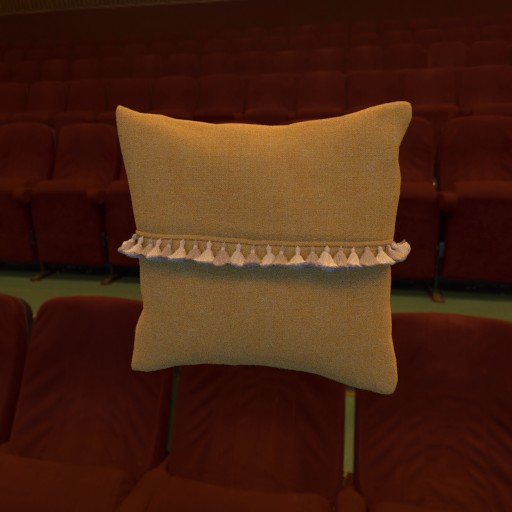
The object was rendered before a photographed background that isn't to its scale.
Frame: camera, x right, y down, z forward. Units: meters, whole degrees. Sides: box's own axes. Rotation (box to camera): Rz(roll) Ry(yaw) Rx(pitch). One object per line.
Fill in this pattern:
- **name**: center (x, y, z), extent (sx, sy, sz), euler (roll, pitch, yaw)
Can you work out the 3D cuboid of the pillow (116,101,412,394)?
- **pillow**: center (0.000, 0.000, 0.732), extent (0.485, 0.481, 0.167), euler (2, 14, 9)
